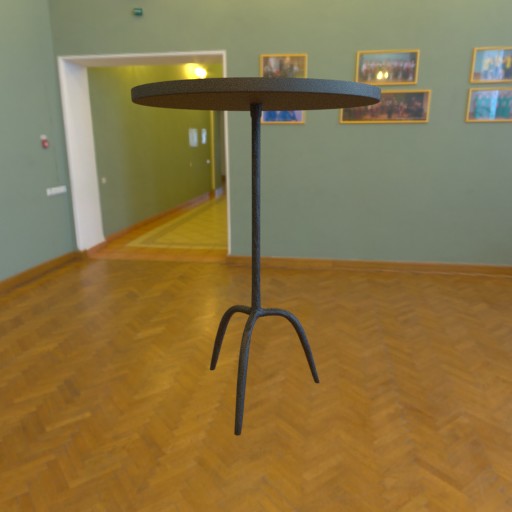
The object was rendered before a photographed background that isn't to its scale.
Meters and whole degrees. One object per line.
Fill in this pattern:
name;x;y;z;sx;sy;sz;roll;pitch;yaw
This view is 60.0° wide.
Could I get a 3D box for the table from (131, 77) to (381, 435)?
table;0.000;0.000;1.011;0.502;0.700;0.502;2;15;7
